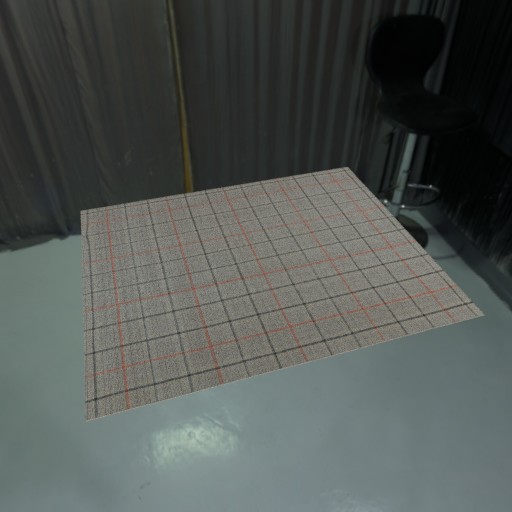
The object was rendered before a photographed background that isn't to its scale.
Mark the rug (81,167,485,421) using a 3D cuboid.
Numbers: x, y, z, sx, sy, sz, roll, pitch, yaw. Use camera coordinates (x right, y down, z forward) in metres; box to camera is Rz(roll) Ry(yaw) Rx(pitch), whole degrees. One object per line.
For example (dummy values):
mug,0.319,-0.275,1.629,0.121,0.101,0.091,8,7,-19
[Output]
rug,0.000,0.000,4.060,3.048,0.012,2.444,-12,42,-13
